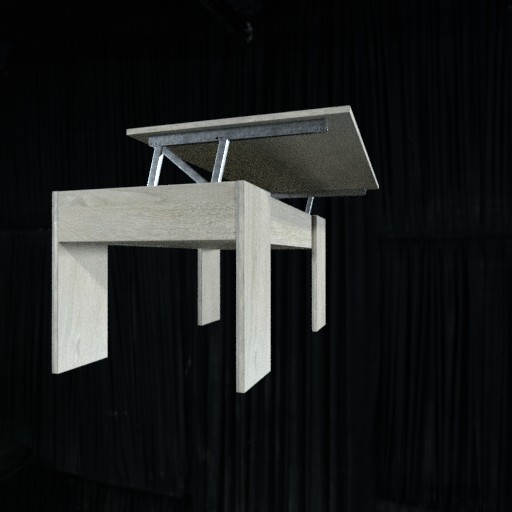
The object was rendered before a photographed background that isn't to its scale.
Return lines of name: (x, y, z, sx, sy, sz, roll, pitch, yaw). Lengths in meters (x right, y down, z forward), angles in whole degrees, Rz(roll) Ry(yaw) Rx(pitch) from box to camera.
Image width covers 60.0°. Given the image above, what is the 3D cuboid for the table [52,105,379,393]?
table: (0.000, 0.000, 1.429, 0.711, 0.570, 1.000, 0, 0, 18)
